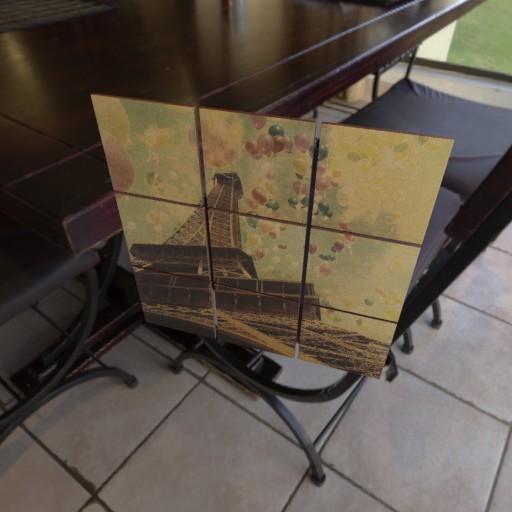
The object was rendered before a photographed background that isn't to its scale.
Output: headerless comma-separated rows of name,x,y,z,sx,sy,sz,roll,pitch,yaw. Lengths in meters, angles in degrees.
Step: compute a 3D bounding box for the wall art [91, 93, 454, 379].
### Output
wall art,0.000,0.000,1.886,1.256,1.246,0.017,11,42,13
